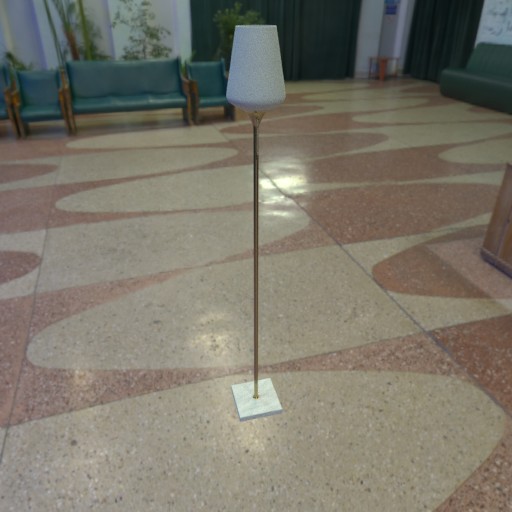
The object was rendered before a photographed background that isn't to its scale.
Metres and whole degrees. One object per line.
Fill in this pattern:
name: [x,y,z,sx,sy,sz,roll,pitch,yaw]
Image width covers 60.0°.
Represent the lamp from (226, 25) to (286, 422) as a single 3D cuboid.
lamp: [0.000,0.000,1.967,0.229,1.813,0.232,-7,30,-13]
